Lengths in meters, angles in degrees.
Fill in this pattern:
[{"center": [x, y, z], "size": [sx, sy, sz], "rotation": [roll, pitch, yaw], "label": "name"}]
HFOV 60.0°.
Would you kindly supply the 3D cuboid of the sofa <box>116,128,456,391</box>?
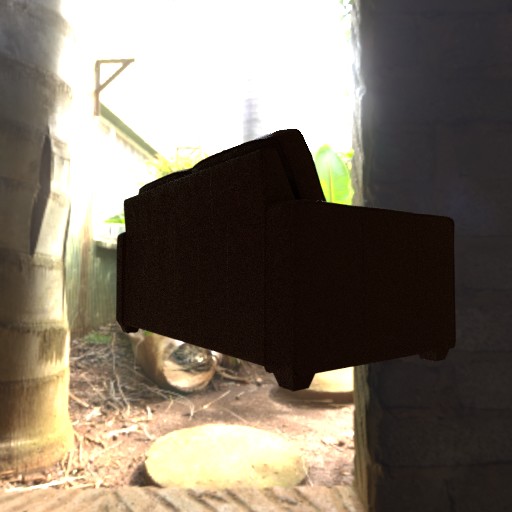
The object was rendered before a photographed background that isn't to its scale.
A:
[{"center": [0.000, 0.000, 2.326], "size": [0.947, 0.918, 1.709], "rotation": [1, -2, -35], "label": "sofa"}]
